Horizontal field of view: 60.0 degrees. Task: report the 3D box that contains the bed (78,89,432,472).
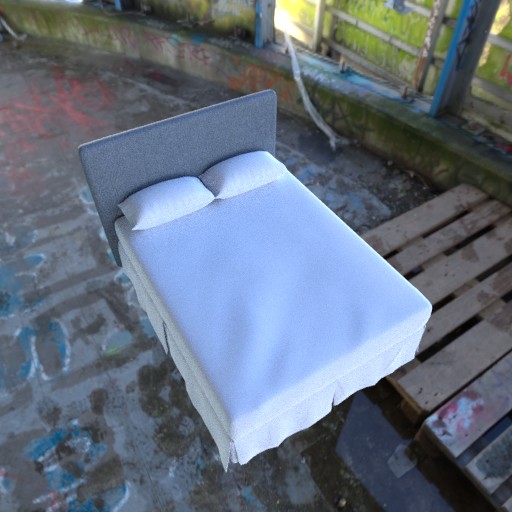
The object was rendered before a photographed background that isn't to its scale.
[{"bbox_3d":[0.000,0.000,3.292,1.723,1.330,2.142,-24,52,-21],"label":"bed"}]
